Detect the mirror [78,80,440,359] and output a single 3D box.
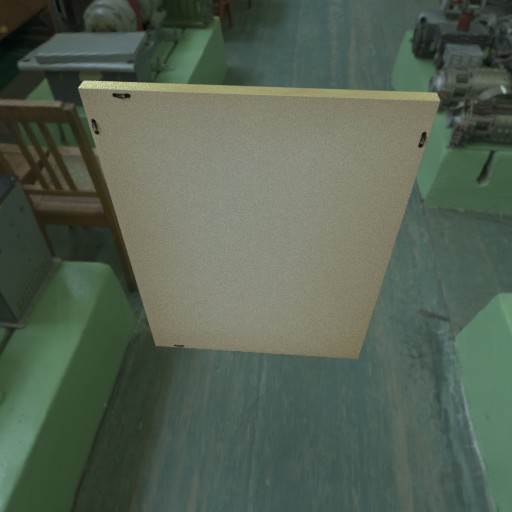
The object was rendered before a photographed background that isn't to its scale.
[{"bbox_3d":[0.000,0.000,1.308,0.762,1.016,0.040,3,46,3],"label":"mirror"}]
